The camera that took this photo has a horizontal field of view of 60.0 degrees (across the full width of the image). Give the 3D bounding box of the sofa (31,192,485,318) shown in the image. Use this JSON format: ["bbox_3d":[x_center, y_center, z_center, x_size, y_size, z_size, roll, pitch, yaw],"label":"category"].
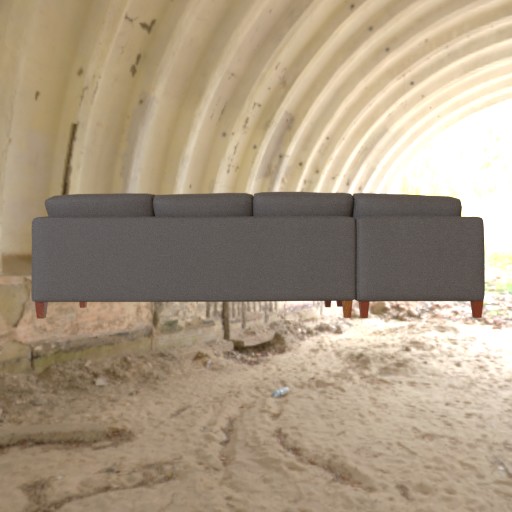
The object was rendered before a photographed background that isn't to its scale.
[{"bbox_3d":[0.000,0.000,4.432,3.302,0.947,2.593,0,-1,-1],"label":"sofa"}]
